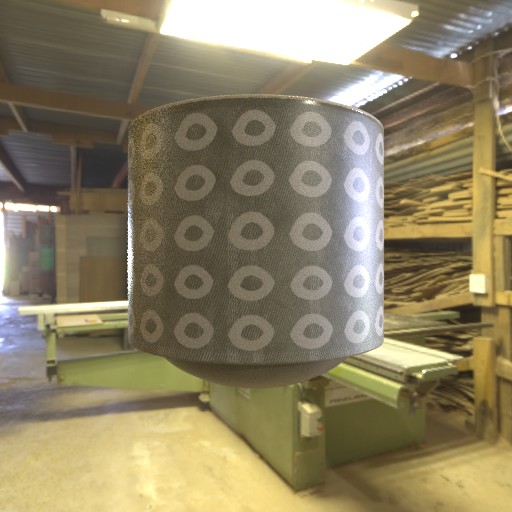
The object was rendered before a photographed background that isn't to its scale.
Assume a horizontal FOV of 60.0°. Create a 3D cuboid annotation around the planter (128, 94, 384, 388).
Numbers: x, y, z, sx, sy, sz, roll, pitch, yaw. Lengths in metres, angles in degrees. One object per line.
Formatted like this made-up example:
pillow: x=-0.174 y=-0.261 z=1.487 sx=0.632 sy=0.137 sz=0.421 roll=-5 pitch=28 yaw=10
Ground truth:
planter: x=0.000 y=0.000 z=0.451 sx=0.250 sy=0.239 sz=0.250 roll=0 pitch=0 yaw=0
